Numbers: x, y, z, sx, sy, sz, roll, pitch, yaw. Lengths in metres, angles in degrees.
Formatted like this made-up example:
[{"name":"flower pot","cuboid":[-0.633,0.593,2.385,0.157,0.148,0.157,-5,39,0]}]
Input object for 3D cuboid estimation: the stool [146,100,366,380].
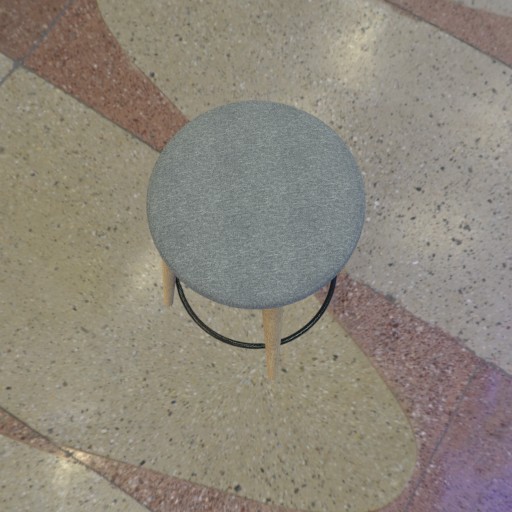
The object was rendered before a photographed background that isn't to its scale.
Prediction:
[{"name":"stool","cuboid":[0.000,0.000,0.988,0.410,0.770,0.410,34,79,8]}]
